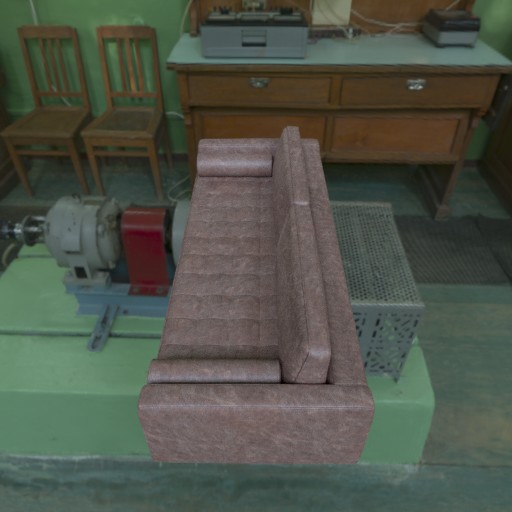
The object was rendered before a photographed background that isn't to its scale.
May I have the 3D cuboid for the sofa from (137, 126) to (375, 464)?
[{"bbox_3d":[0.000,0.000,2.575,0.914,0.762,2.210,0,41,0],"label":"sofa"}]
